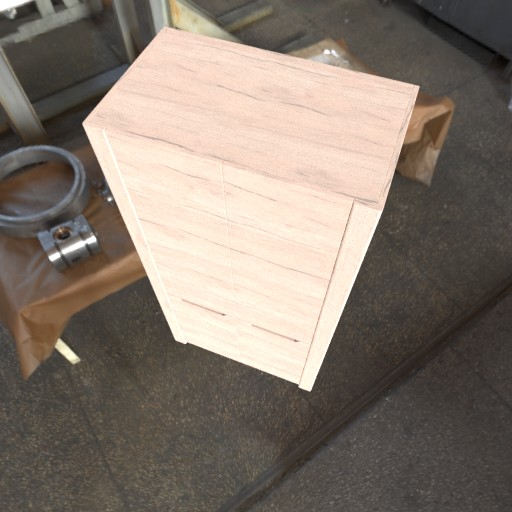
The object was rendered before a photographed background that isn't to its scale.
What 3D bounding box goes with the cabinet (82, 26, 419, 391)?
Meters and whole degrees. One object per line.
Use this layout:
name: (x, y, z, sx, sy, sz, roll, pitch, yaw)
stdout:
cabinet: (0.000, 0.000, 2.295, 0.980, 1.930, 0.580, 18, 60, 11)
